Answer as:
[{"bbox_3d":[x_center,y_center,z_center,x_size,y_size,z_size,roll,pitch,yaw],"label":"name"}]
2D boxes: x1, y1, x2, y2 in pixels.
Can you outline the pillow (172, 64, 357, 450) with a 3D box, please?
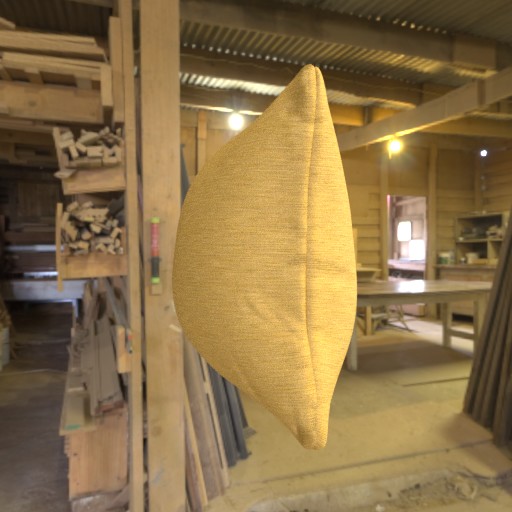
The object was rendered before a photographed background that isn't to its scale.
[{"bbox_3d":[0.000,0.000,0.675,0.247,0.417,0.435,0,1,-17],"label":"pillow"}]
